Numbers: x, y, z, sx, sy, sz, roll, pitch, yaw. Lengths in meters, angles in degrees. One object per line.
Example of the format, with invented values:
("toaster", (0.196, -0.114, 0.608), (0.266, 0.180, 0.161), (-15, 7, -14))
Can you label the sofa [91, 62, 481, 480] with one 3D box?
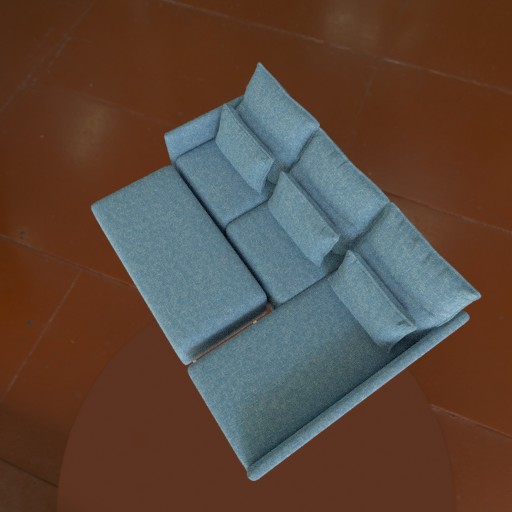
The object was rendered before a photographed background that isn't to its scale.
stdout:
("sofa", (0.000, 0.000, 2.716), (1.420, 0.899, 2.034), (-31, 68, -14))
